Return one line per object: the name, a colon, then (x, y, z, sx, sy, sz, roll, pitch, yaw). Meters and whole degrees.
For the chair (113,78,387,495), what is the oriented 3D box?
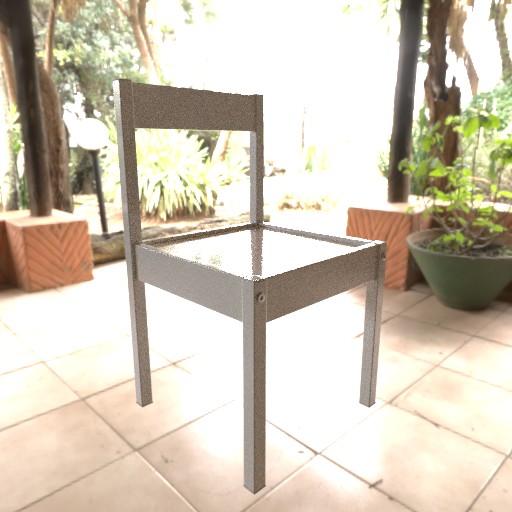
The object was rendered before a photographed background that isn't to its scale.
chair: (0.000, 0.000, 0.677, 0.285, 0.505, 0.285, -14, 20, -43)
